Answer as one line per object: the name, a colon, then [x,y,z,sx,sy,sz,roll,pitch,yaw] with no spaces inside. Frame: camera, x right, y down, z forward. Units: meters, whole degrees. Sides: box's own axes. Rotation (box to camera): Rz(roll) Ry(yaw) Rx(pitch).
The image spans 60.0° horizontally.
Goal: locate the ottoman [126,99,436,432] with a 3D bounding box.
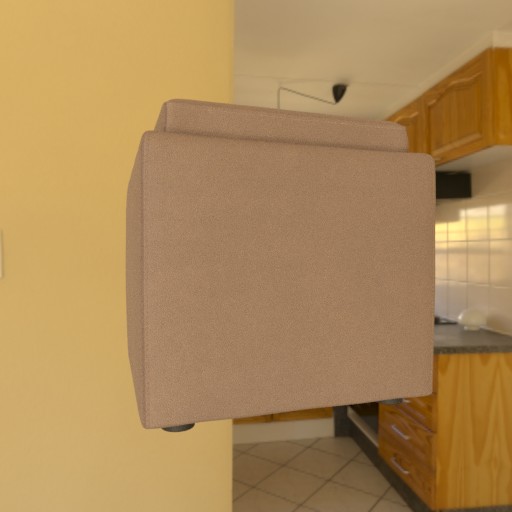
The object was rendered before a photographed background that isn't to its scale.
ottoman: [0.000,0.000,0.815,0.450,0.460,0.451,0,0,-18]
